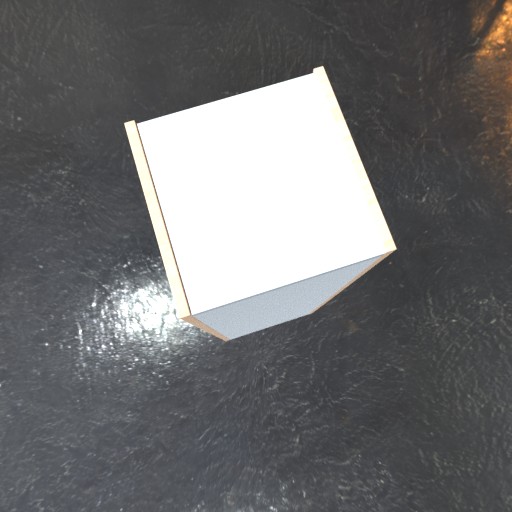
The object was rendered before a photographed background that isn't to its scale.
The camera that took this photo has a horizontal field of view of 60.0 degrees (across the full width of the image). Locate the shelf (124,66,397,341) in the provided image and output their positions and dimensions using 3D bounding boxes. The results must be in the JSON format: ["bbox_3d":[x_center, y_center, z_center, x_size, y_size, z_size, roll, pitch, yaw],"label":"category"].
[{"bbox_3d":[0.000,0.000,1.048,0.300,0.900,0.290,-17,78,-4],"label":"shelf"}]
